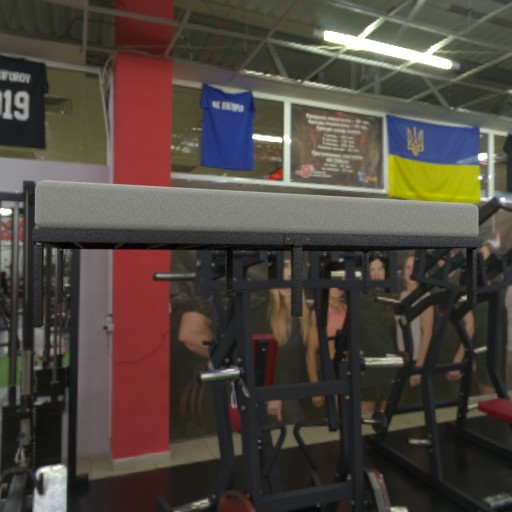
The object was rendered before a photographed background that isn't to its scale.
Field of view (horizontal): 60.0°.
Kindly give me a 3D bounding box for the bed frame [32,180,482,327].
[{"bbox_3d":[0.000,0.000,3.082,2.635,0.680,1.393,0,-1,-20],"label":"bed frame"}]
